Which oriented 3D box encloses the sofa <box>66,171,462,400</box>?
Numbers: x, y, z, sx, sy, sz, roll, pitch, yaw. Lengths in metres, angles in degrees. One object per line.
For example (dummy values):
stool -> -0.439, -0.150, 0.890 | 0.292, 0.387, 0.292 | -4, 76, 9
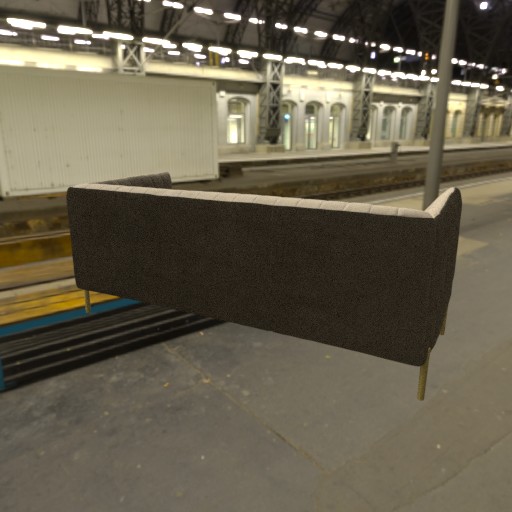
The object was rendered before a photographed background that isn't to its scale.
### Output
sofa -> 0.000, 0.000, 2.439 | 1.980, 0.780, 0.876 | 8, 18, 27
